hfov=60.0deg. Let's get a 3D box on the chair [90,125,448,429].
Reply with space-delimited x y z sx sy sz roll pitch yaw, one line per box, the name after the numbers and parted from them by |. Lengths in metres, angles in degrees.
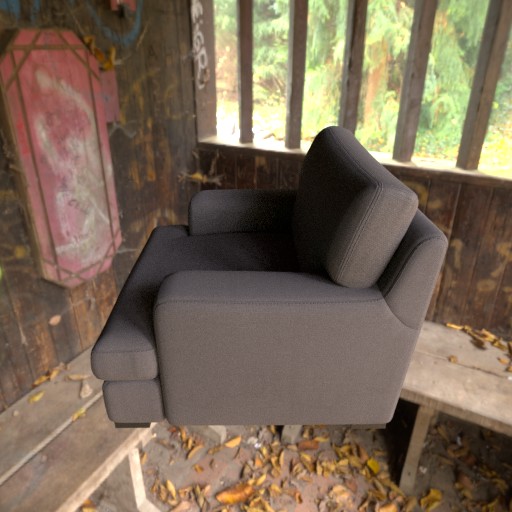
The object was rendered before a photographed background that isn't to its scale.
0.000 0.000 1.919 1.143 0.940 1.168 0 26 -1 | chair
